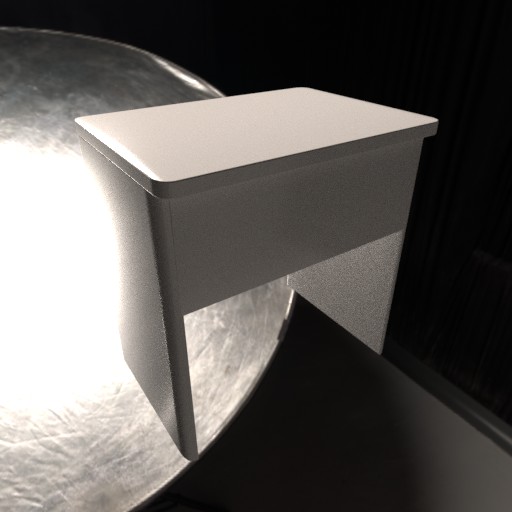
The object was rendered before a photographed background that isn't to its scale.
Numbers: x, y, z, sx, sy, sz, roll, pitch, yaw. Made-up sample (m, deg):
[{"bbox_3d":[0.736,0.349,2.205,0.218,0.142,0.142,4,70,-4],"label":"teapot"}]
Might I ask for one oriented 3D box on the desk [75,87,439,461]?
[{"bbox_3d":[0.000,0.000,1.317,0.762,0.800,0.549,-19,36,-29],"label":"desk"}]
